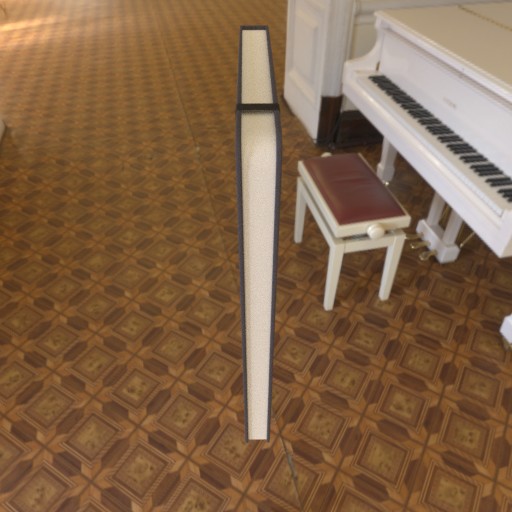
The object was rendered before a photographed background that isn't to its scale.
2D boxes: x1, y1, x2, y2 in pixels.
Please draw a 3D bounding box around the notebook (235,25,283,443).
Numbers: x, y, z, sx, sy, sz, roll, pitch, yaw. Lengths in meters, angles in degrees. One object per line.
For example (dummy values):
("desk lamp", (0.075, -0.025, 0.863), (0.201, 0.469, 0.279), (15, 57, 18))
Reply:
("notebook", (0.000, 0.000, 0.257), (0.016, 0.213, 0.127), (-1, 42, -1))
